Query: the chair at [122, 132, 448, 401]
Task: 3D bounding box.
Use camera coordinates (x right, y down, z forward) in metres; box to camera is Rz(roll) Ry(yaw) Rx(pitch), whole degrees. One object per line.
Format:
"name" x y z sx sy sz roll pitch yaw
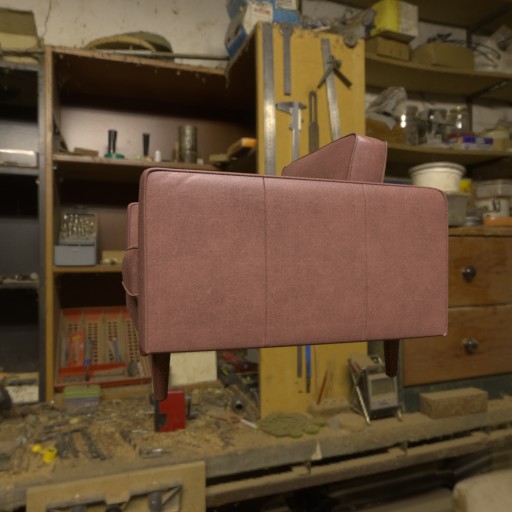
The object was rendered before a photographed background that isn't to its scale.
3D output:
"chair" 0.000 0.000 1.557 0.900 0.770 0.920 0 0 -19
